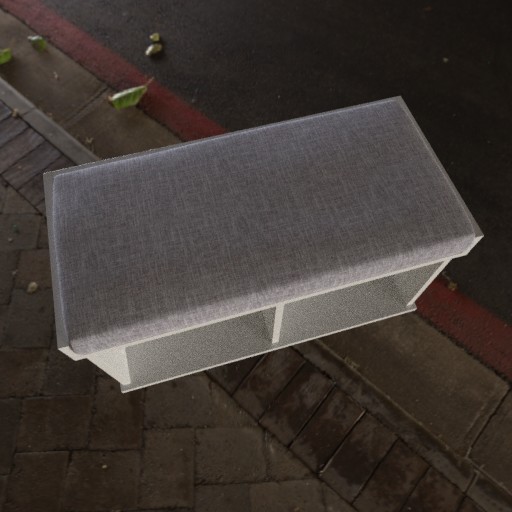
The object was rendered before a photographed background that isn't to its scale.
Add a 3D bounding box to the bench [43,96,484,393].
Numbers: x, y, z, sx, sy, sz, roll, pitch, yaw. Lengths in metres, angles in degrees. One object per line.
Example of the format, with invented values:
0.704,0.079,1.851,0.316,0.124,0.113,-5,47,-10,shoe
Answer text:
0.000,0.000,0.985,0.734,0.461,0.362,-14,64,-7,bench
